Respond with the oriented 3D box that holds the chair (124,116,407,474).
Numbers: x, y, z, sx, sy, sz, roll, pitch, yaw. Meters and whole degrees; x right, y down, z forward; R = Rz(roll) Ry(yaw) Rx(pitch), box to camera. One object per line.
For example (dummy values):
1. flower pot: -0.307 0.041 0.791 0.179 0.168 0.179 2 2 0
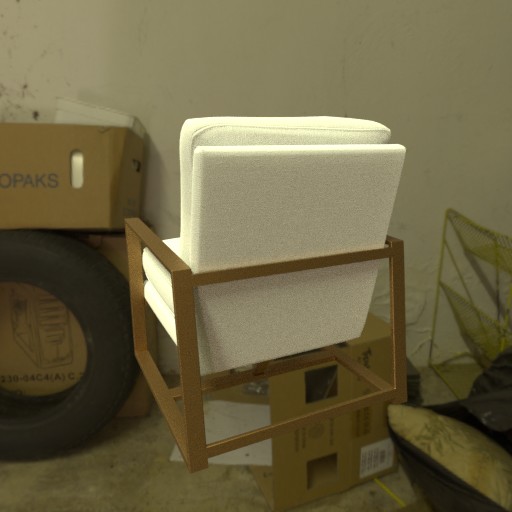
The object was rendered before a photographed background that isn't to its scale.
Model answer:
1. chair: 0.000 0.000 1.630 0.805 0.966 0.813 -7 17 -25
